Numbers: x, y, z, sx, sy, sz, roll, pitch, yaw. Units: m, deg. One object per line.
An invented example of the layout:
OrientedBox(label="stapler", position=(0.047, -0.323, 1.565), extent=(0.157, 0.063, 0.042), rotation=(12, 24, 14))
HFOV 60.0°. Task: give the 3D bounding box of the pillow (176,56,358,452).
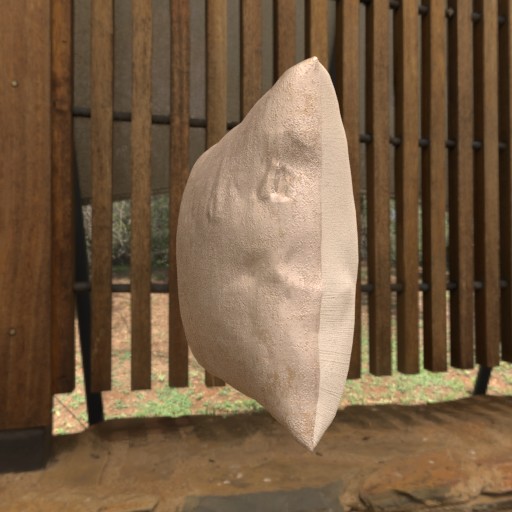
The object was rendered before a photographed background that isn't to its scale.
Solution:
OrientedBox(label="pillow", position=(0.000, 0.000, 0.706), extent=(0.245, 0.448, 0.450), rotation=(1, -2, -19))
